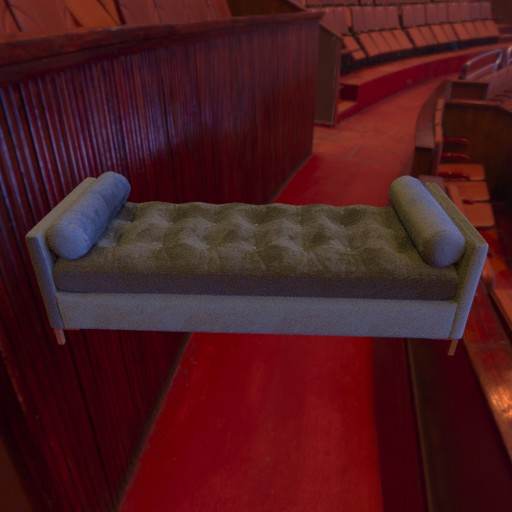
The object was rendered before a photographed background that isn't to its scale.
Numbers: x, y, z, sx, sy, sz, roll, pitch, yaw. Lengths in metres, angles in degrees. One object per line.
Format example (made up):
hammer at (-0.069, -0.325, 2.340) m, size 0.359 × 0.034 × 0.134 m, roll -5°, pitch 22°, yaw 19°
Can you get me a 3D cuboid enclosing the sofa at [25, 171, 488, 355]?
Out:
sofa at (0.000, 0.000, 2.446) m, size 2.102 × 0.705 × 0.796 m, roll 1°, pitch 30°, yaw 2°
